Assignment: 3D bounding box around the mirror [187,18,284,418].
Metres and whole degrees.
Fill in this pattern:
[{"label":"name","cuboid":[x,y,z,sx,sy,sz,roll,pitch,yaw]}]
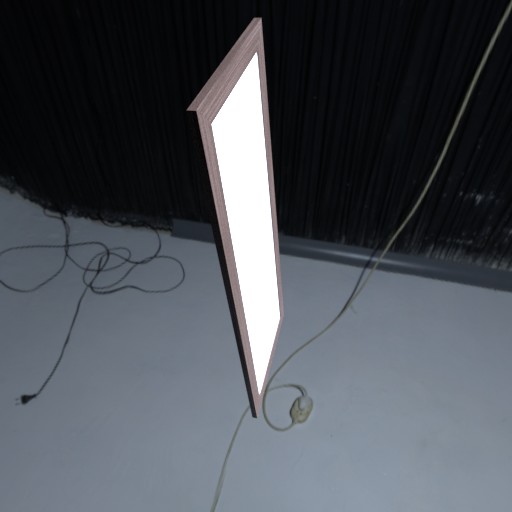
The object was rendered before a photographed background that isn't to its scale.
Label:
[{"label":"mirror","cuboid":[0.000,0.000,2.299,0.221,2.020,0.812,10,47,10]}]
